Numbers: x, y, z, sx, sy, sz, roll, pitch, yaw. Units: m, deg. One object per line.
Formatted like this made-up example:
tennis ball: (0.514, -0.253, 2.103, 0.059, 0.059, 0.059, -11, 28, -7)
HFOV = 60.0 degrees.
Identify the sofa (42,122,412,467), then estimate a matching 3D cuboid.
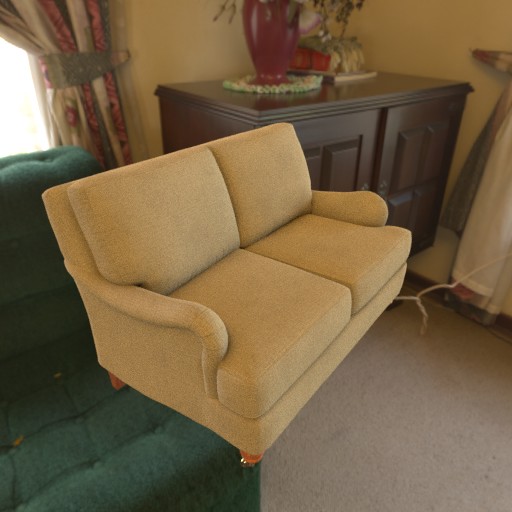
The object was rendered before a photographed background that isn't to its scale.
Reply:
sofa: (0.000, 0.000, 2.144, 1.087, 0.999, 1.480, 19, 33, 32)
